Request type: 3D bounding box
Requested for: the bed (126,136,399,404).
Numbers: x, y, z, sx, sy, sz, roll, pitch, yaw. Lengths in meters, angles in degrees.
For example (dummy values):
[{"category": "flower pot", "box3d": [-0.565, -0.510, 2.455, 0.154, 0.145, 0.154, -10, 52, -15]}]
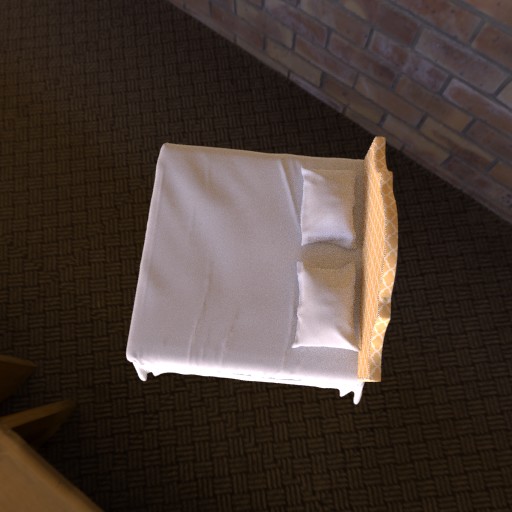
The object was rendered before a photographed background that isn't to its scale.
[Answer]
[{"category": "bed", "box3d": [0.000, 0.000, 3.836, 2.222, 1.601, 2.314, 5, 75, 1]}]
